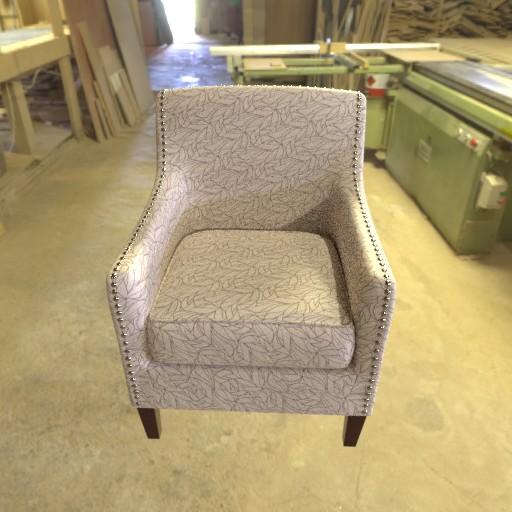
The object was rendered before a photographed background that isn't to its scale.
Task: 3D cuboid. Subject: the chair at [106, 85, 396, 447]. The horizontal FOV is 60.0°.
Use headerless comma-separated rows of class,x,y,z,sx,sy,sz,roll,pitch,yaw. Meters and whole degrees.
chair,0.000,0.000,1.258,0.623,0.816,0.651,1,31,2
